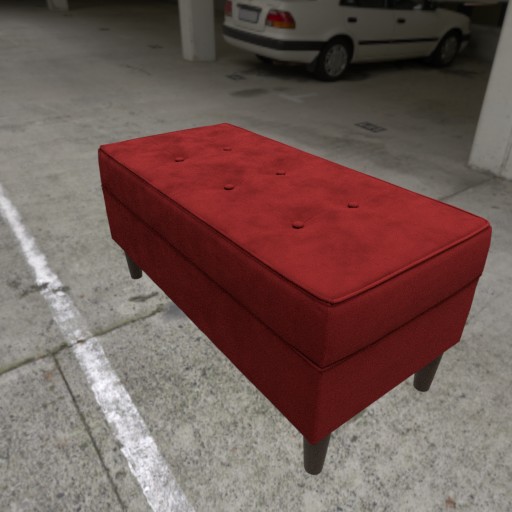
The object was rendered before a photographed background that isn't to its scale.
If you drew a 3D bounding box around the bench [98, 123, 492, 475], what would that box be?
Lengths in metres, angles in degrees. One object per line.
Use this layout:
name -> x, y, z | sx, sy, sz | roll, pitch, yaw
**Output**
bench -> 0.000, 0.000, 1.232 | 0.492, 0.471, 1.016 | -21, 37, -31
